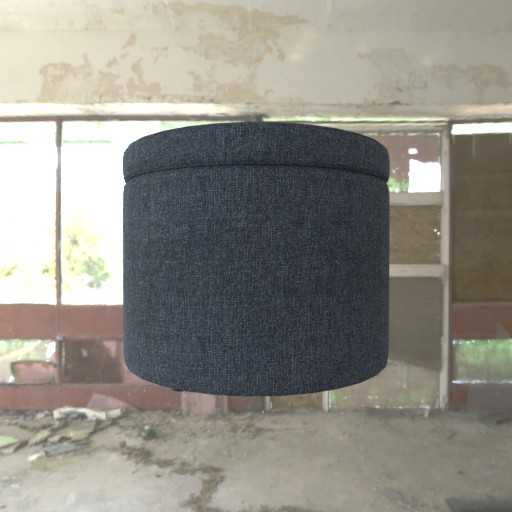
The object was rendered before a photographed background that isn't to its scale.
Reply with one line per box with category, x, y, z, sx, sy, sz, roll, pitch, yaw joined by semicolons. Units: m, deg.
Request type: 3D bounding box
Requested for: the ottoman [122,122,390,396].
ottoman;0.000;0.000;0.867;0.500;0.419;0.500;0;1;0
